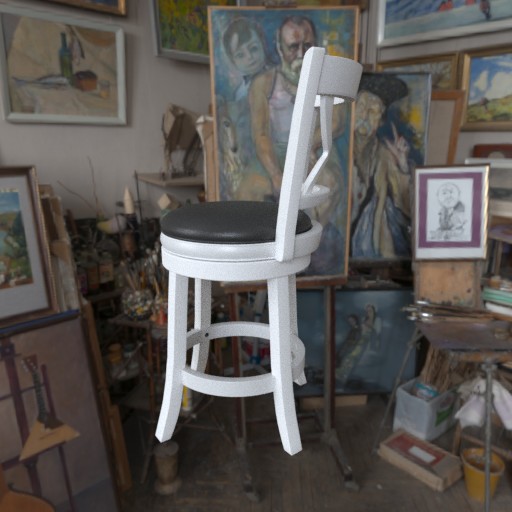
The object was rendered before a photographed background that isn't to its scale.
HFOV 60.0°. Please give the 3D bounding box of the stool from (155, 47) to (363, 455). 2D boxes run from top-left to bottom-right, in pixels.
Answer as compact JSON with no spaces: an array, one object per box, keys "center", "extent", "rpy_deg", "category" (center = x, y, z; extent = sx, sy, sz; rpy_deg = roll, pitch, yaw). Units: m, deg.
[{"center":[0.000,0.000,1.200],"extent":[0.508,0.953,0.444],"rpy_deg":[2,15,8],"category":"stool"}]
